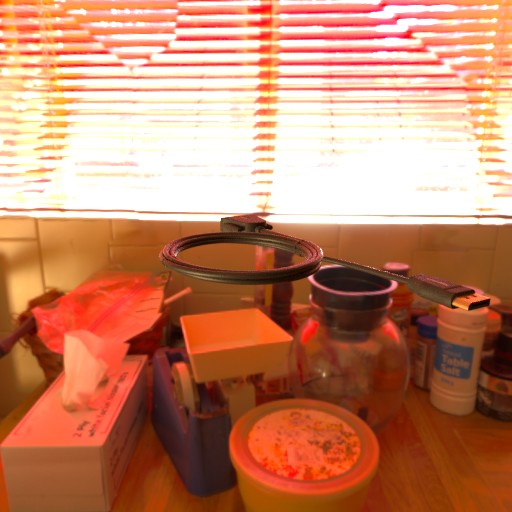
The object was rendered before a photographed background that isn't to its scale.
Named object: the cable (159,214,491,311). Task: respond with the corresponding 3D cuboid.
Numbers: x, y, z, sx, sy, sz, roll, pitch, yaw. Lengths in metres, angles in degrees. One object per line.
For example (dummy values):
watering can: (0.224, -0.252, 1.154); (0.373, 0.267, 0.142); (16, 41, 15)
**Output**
cable: (0.000, 0.000, 0.324); (0.136, 0.015, 0.281); (-7, 16, -26)
